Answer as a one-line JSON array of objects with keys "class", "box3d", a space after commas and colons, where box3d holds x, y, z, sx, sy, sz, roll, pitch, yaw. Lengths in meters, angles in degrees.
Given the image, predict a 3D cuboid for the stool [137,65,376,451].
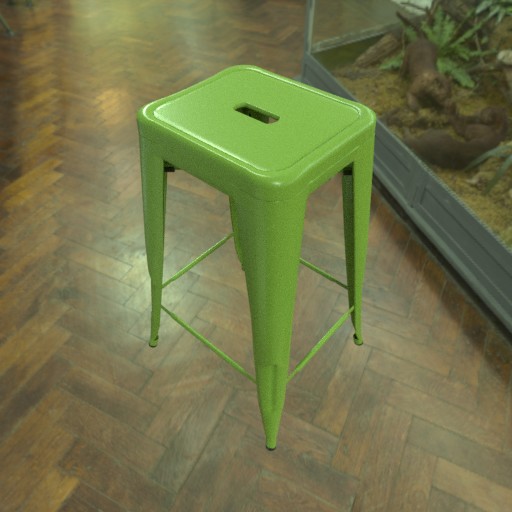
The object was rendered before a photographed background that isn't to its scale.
[{"class": "stool", "box3d": [0.000, 0.000, 0.871, 0.398, 0.609, 0.358, 32, 53, 28]}]
